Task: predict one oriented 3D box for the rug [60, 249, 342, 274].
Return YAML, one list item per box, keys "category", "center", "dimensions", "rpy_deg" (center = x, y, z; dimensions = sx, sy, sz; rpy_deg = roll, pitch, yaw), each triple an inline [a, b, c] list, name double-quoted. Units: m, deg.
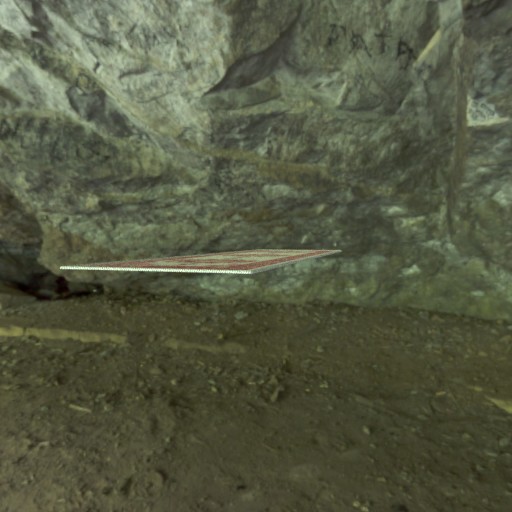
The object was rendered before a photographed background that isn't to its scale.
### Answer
- category: "rug"
  center: [0.000, 0.000, 2.001]
  dimensions: [0.562, 0.009, 1.824]
  rpy_deg: [1, 2, 18]
